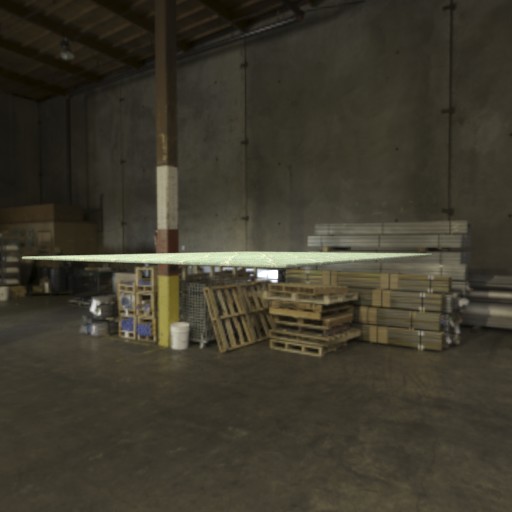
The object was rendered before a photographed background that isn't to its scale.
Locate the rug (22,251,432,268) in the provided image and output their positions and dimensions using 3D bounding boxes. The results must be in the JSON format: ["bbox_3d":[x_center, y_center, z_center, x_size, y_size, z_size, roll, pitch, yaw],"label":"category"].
[{"bbox_3d":[0.000,0.000,4.084,2.420,0.019,3.039,1,2,34],"label":"rug"}]
